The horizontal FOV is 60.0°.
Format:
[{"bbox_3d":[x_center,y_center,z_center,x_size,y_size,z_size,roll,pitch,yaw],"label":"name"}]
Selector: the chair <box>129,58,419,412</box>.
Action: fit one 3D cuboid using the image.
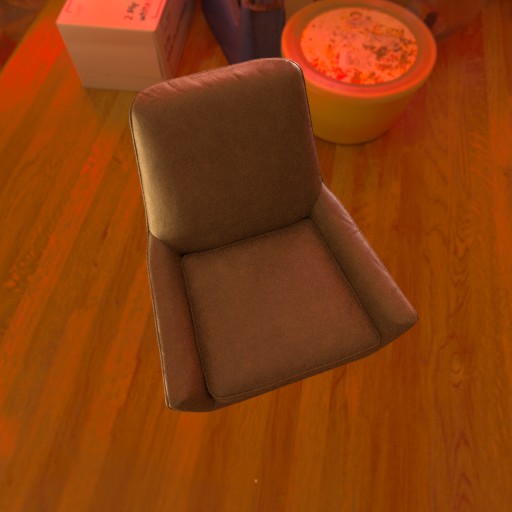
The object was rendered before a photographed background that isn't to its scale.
[{"bbox_3d":[0.000,0.000,1.484,0.787,0.888,0.824,-17,64,-9],"label":"chair"}]
